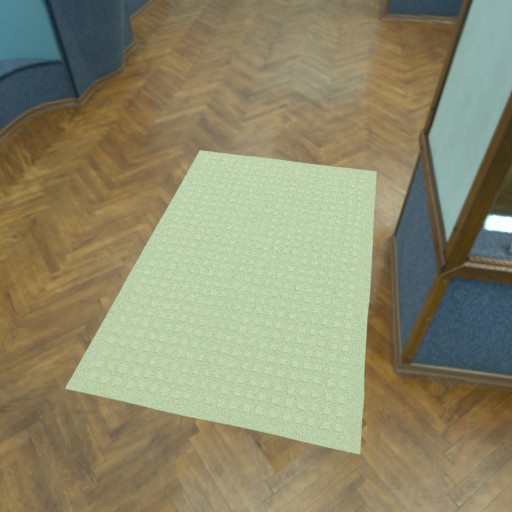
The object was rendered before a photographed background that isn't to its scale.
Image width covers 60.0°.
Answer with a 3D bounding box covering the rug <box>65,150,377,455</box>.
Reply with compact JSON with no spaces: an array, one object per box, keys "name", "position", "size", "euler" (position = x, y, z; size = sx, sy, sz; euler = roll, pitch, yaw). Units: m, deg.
[{"name":"rug","position":[0.000,0.000,2.237],"size":[1.143,0.006,1.747],"euler":[9,46,9]}]
